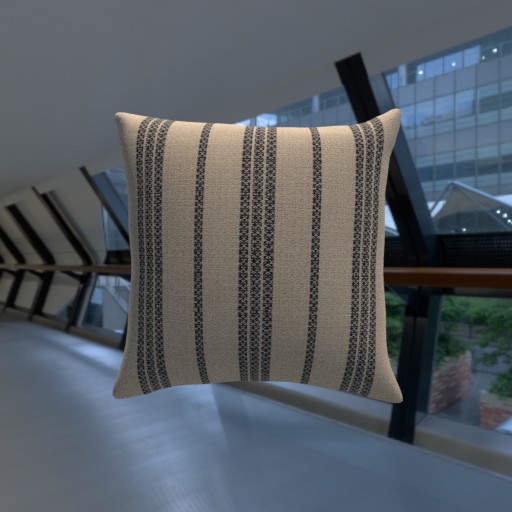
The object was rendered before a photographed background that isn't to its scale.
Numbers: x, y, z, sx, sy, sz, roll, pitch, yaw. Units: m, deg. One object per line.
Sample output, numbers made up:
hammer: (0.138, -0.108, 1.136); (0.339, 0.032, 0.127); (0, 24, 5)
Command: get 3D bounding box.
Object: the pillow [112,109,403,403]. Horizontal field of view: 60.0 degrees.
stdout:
pillow: (0.000, 0.000, 0.621); (0.405, 0.406, 0.173); (0, 0, 2)
